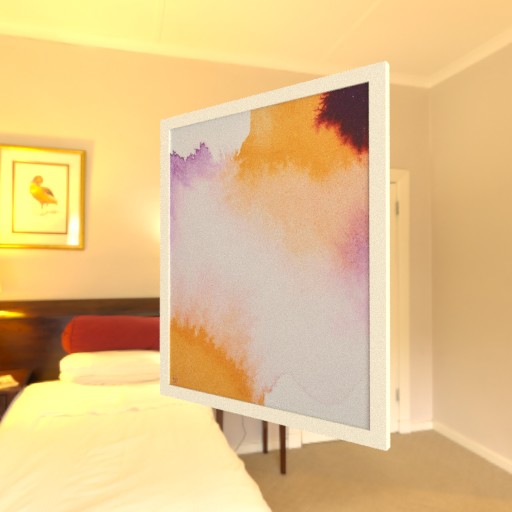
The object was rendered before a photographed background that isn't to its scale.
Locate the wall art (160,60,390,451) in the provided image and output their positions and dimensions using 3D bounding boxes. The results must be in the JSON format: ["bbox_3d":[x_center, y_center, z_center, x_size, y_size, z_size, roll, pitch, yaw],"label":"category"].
[{"bbox_3d":[0.000,0.000,0.633,0.382,0.456,0.013,0,-1,35],"label":"wall art"}]
